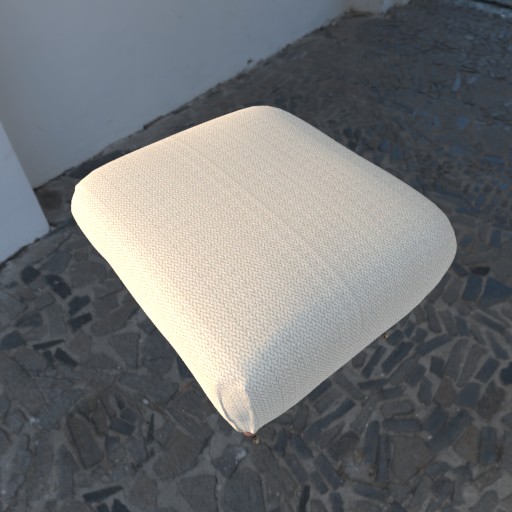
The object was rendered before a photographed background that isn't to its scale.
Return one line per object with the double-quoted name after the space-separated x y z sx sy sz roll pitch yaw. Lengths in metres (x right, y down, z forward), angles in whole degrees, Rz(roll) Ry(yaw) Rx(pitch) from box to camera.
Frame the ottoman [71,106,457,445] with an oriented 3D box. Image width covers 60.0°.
0.000 0.000 1.071 0.622 0.447 0.684 -30 54 -25 "ottoman"
